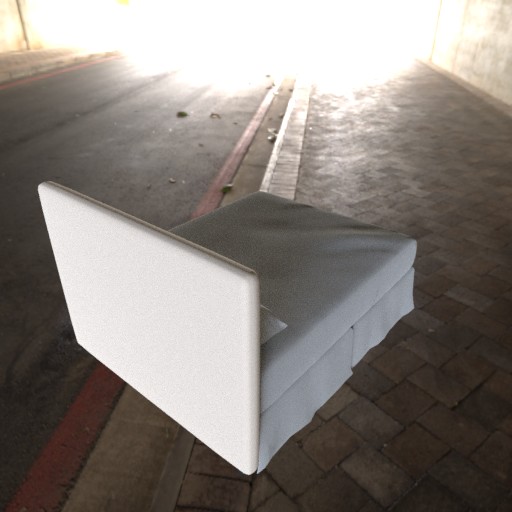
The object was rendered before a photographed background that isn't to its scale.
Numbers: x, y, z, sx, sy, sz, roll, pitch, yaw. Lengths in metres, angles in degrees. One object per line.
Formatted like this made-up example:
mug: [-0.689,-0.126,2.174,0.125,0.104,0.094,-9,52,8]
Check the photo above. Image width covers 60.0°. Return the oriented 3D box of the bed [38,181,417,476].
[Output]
bed: [0.000,0.000,3.211,1.748,1.330,2.142,23,37,34]
